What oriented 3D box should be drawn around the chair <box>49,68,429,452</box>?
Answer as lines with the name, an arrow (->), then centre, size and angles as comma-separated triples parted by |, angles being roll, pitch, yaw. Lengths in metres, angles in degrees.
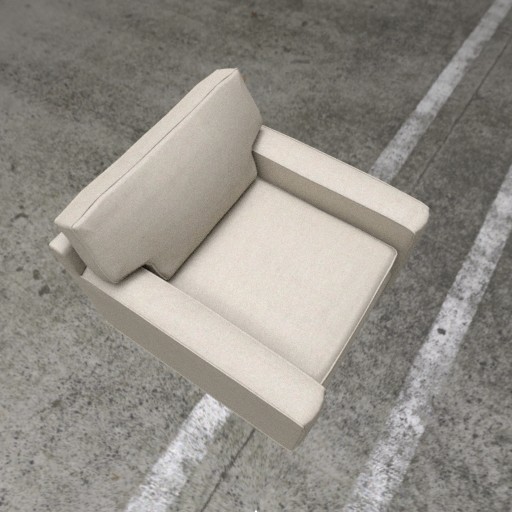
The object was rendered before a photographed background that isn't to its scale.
chair -> 0.000, 0.000, 1.801 | 1.043, 0.913, 0.998 | 30, 64, 16
